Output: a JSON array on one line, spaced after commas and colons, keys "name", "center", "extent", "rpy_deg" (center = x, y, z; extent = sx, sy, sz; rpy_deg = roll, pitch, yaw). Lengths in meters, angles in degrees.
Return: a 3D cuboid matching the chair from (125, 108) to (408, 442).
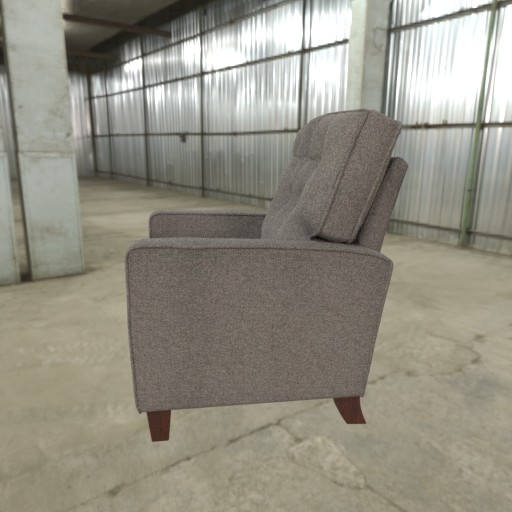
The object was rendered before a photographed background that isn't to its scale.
[{"name": "chair", "center": [0.000, 0.000, 1.435], "extent": [0.775, 0.889, 0.650], "rpy_deg": [-2, 14, -7]}]
